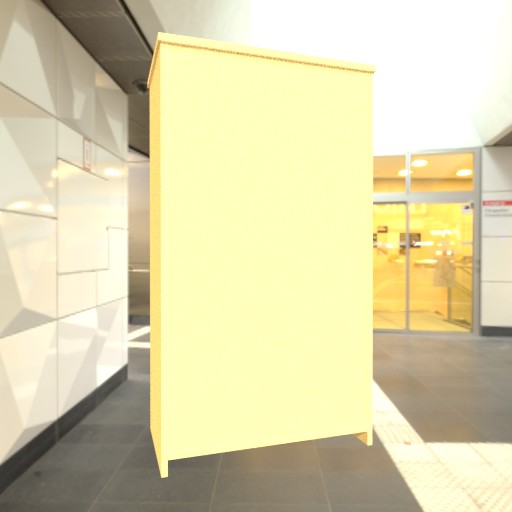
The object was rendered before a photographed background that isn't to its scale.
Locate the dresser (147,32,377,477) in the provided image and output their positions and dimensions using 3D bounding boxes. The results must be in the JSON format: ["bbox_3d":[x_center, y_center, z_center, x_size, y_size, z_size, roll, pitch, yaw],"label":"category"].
[{"bbox_3d":[0.000,0.000,1.541,0.704,1.255,0.399,0,1,-18],"label":"dresser"}]
